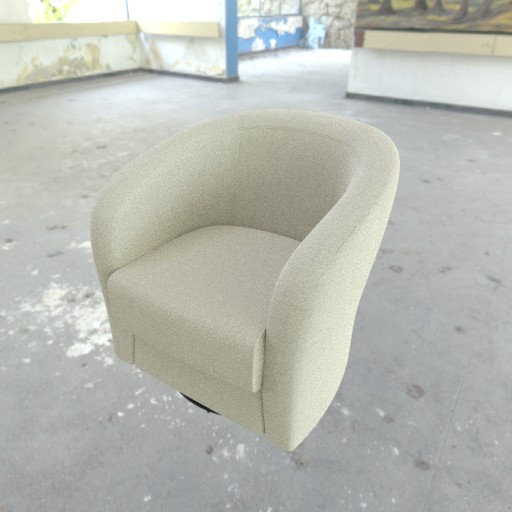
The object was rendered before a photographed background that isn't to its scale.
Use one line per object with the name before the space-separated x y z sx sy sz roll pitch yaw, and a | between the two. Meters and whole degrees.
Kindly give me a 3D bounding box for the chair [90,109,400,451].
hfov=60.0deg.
chair | 0.000 0.000 1.427 0.791 0.771 0.815 18 35 28
